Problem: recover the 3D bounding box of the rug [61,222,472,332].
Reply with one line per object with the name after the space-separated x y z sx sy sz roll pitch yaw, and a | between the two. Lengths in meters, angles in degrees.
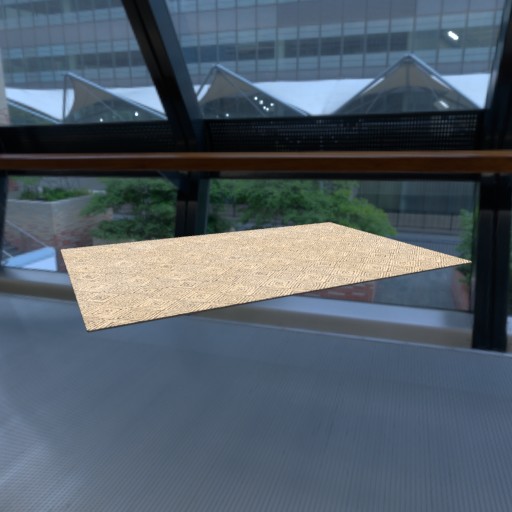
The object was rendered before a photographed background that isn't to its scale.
0.000 0.000 2.288 1.783 0.008 1.175 -7 17 -26 | rug
